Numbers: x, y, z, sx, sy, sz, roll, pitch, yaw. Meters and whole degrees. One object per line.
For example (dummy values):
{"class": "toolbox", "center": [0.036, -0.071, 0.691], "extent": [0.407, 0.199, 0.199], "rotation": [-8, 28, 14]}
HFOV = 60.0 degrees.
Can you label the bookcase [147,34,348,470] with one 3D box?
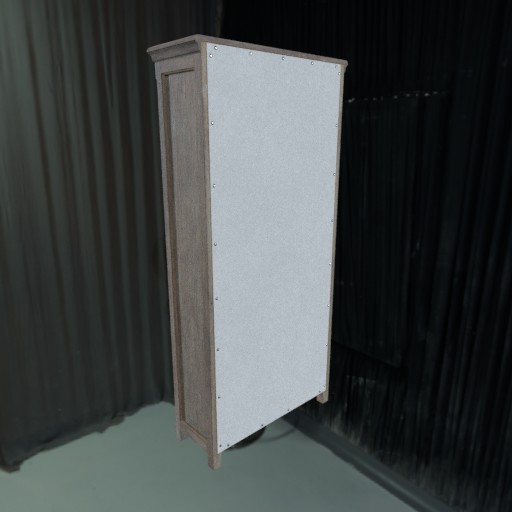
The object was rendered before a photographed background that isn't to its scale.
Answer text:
{"class": "bookcase", "center": [0.000, 0.000, 2.244], "extent": [0.906, 1.880, 0.348], "rotation": [-14, 20, -41]}
